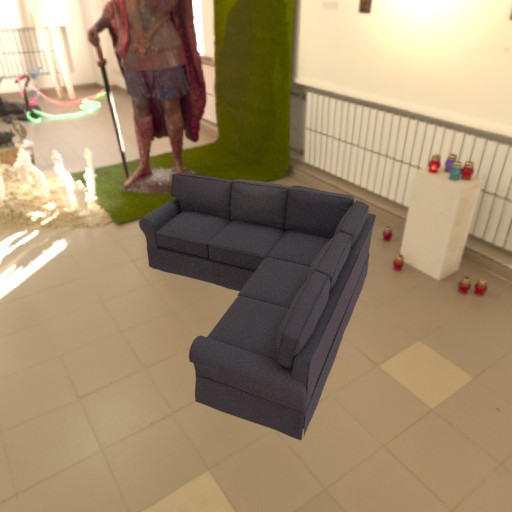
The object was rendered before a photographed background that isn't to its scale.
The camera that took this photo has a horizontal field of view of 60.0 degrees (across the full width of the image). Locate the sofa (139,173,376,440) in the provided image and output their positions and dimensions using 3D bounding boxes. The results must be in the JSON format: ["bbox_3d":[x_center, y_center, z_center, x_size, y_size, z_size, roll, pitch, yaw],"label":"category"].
[{"bbox_3d":[0.000,0.000,5.168,2.874,1.169,3.773,-21,37,-29],"label":"sofa"}]
